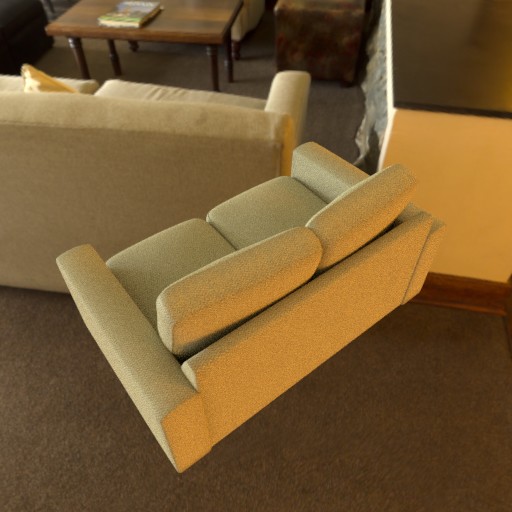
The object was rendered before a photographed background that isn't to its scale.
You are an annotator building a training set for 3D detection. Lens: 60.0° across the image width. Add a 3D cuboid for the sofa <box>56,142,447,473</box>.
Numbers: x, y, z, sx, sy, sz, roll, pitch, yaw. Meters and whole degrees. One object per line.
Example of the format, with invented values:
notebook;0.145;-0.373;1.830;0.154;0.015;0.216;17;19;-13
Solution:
sofa;0.000;0.000;2.196;1.616;0.873;1.016;-29;53;-25
